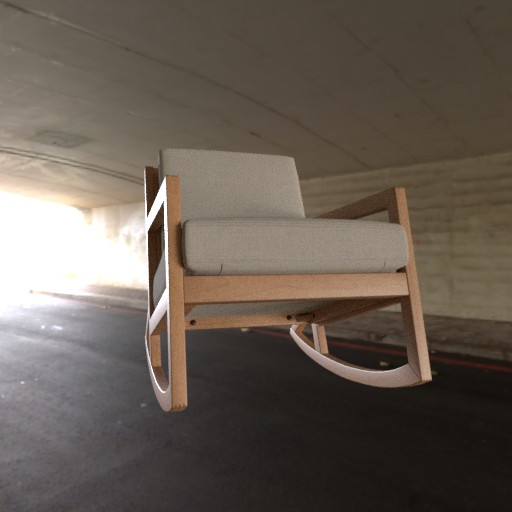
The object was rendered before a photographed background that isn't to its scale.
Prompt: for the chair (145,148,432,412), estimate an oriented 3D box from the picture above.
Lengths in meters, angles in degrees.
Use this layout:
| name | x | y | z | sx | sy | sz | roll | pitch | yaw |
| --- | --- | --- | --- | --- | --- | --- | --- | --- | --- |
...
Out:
| name | x | y | z | sx | sy | sz | roll | pitch | yaw |
| --- | --- | --- | --- | --- | --- | --- | --- | --- | --- |
| chair | 0.000 | 0.000 | 1.382 | 0.622 | 0.790 | 0.857 | 0 | 1 | -18 |
